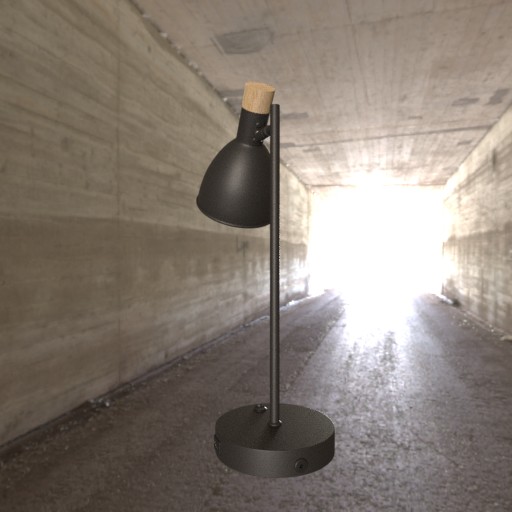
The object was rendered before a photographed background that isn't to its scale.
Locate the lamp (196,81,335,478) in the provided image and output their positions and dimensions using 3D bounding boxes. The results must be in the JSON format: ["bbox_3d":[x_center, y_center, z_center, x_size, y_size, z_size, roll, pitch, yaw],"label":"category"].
[{"bbox_3d":[0.000,0.000,0.618,0.152,0.483,0.287,0,1,-20],"label":"lamp"}]
